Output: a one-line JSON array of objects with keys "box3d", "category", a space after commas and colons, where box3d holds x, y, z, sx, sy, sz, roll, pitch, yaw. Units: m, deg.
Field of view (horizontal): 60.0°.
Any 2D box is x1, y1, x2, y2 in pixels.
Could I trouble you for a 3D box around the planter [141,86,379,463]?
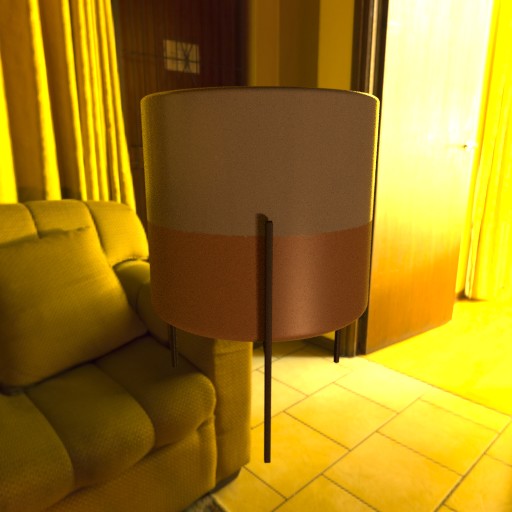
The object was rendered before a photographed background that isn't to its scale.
[{"box3d": [0.000, 0.000, 0.720, 0.360, 0.480, 0.348, 7, 16, 26], "category": "planter"}]
